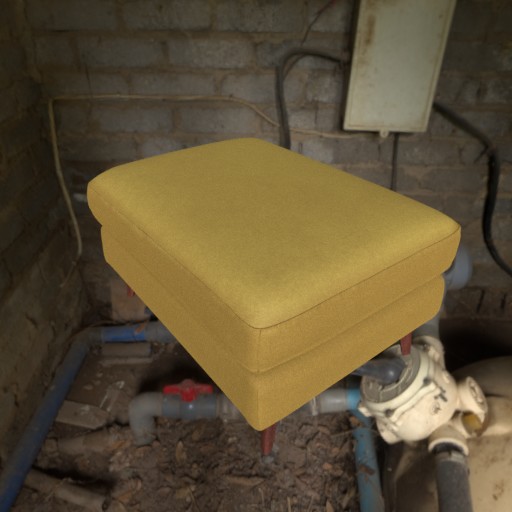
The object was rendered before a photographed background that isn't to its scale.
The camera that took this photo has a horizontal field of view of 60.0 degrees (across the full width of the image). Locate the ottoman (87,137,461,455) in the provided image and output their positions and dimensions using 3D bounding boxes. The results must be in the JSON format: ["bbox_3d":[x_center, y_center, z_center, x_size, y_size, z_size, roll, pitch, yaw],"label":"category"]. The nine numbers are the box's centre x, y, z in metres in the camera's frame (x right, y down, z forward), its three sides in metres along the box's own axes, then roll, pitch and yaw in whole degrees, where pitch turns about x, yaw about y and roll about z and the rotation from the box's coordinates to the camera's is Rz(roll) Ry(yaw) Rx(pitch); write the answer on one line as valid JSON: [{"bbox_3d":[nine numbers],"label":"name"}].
[{"bbox_3d":[0.000,0.000,1.184,0.608,0.449,0.811,-22,38,-31],"label":"ottoman"}]
